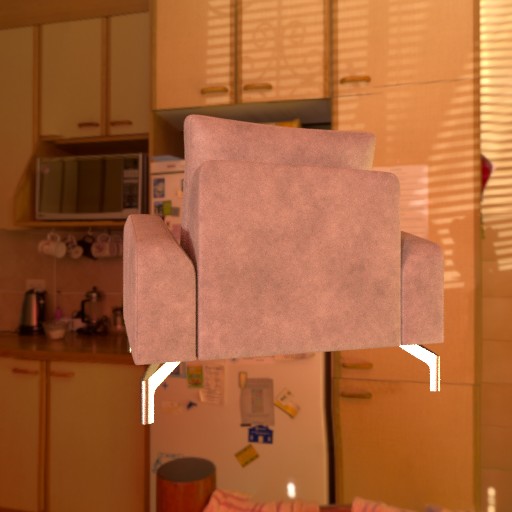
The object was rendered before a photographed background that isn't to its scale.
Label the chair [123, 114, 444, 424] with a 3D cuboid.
[{"bbox_3d":[0.000,0.000,1.599,0.900,0.800,0.900,0,0,-18],"label":"chair"}]
